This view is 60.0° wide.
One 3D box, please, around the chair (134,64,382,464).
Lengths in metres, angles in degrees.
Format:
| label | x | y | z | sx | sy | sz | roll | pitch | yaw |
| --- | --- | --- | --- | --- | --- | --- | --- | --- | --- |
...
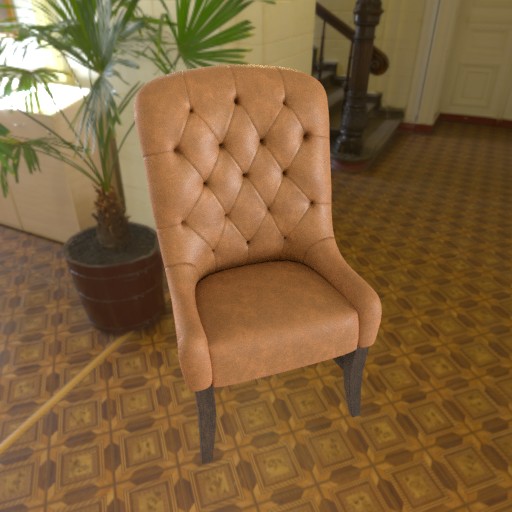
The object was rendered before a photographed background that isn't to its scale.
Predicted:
| label | x | y | z | sx | sy | sz | roll | pitch | yaw |
| --- | --- | --- | --- | --- | --- | --- | --- | --- | --- |
| chair | 0.000 | 0.000 | 1.461 | 0.634 | 1.091 | 0.629 | -10 | 34 | -16 |
